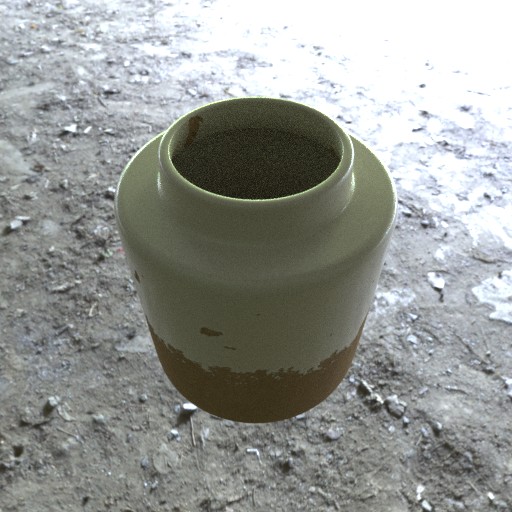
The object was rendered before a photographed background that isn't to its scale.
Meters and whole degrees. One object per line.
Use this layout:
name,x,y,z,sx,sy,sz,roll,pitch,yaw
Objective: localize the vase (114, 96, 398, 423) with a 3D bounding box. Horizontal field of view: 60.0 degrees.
vase,0.000,0.000,0.283,0.153,0.167,0.153,0,47,0
